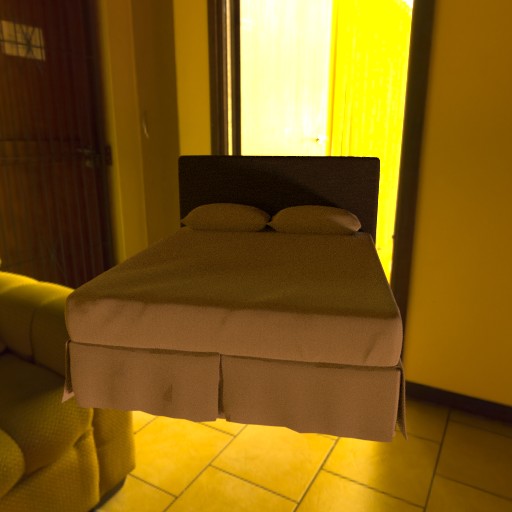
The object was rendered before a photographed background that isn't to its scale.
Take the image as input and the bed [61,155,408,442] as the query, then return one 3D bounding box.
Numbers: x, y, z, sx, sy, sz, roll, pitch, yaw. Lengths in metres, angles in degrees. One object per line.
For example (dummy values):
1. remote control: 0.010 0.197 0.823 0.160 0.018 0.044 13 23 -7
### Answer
1. bed: 0.000 0.000 3.162 1.884 1.330 2.142 3 15 9
